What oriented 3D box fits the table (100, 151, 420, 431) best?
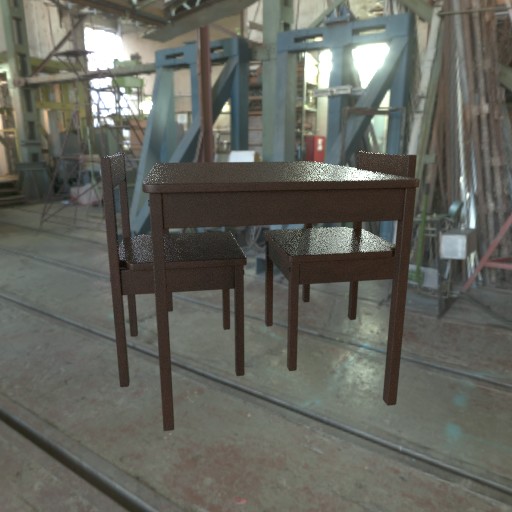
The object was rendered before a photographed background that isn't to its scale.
[{"bbox_3d":[0.000,0.000,1.117,0.672,0.503,0.650,-3,15,-10],"label":"table"}]
